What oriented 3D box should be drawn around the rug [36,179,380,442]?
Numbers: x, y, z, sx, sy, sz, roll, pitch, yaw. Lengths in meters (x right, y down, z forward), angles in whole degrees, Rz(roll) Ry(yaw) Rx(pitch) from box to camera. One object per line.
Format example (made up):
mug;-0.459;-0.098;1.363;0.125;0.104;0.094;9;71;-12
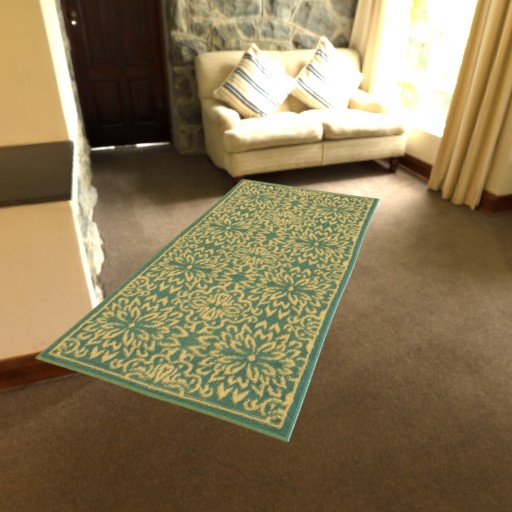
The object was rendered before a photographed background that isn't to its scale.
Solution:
rug;0.000;0.000;1.402;0.604;0.007;1.219;11;32;18
